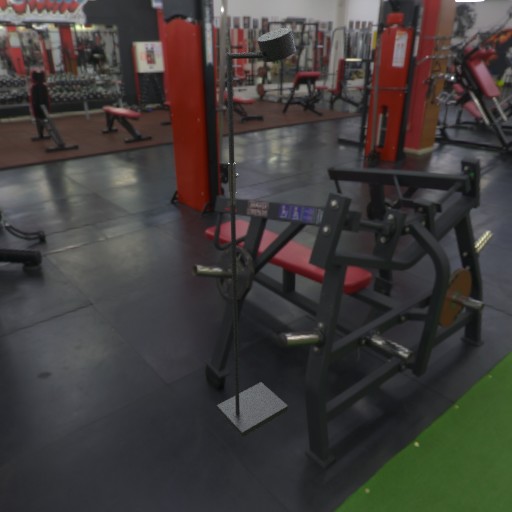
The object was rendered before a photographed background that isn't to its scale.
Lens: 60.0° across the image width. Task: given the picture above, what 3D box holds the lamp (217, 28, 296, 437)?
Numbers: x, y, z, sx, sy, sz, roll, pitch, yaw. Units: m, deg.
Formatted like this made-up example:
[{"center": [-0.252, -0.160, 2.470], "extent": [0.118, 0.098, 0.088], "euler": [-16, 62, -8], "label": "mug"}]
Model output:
[{"center": [0.000, 0.000, 1.741], "extent": [0.304, 1.600, 0.203], "euler": [-18, 31, -33], "label": "lamp"}]
